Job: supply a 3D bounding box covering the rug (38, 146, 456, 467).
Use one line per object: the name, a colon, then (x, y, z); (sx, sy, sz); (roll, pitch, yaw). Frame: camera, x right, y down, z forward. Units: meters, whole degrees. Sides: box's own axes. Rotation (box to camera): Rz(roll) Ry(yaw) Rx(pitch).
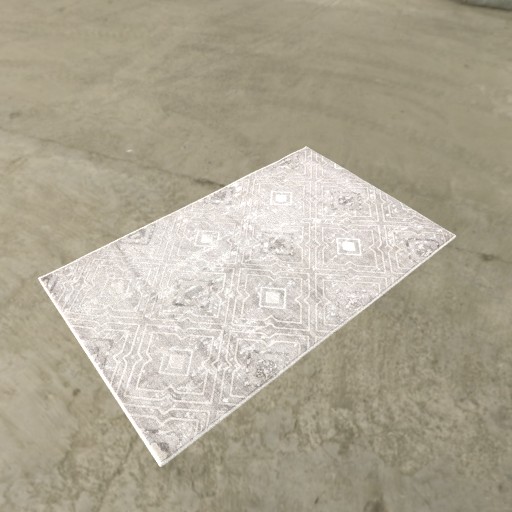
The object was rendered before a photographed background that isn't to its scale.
rug: (0.000, 0.000, 3.027); (2.447, 0.036, 1.537); (-31, 53, -26)
